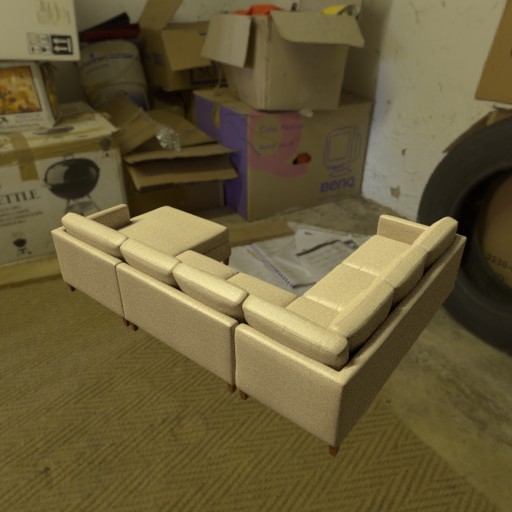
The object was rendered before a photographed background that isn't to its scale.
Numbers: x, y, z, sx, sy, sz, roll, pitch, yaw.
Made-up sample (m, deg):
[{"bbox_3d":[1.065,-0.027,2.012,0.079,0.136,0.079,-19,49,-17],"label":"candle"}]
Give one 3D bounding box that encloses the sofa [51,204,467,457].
[{"bbox_3d":[0.000,0.000,4.655,3.460,0.961,2.594,22,36,33],"label":"sofa"}]
